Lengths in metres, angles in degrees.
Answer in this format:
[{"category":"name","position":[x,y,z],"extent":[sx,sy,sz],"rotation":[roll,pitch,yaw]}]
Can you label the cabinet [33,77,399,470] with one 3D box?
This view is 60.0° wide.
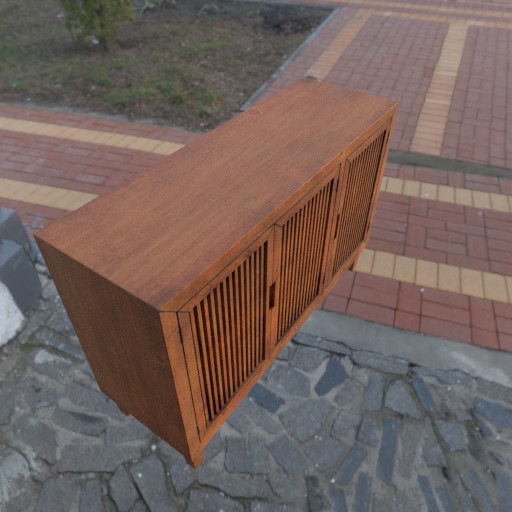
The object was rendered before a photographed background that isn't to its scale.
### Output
[{"category":"cabinet","position":[0.000,0.000,1.566],"extent":[0.403,0.805,1.204],"rotation":[25,48,26]}]
